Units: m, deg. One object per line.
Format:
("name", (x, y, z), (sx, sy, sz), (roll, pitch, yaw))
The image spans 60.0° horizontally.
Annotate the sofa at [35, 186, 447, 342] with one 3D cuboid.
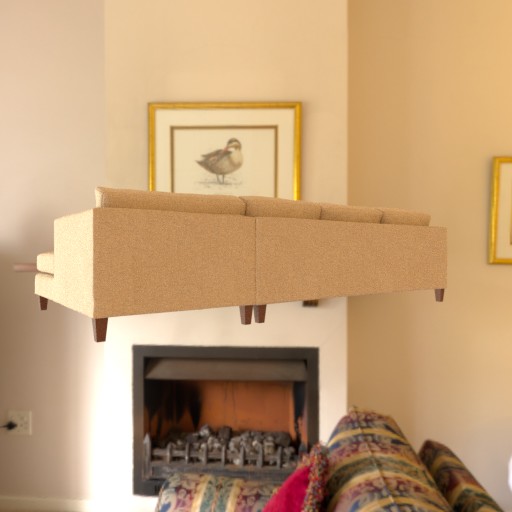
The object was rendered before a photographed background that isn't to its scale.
("sofa", (0.000, 0.000, 3.799), (3.186, 0.846, 1.625), (0, 1, -36))
